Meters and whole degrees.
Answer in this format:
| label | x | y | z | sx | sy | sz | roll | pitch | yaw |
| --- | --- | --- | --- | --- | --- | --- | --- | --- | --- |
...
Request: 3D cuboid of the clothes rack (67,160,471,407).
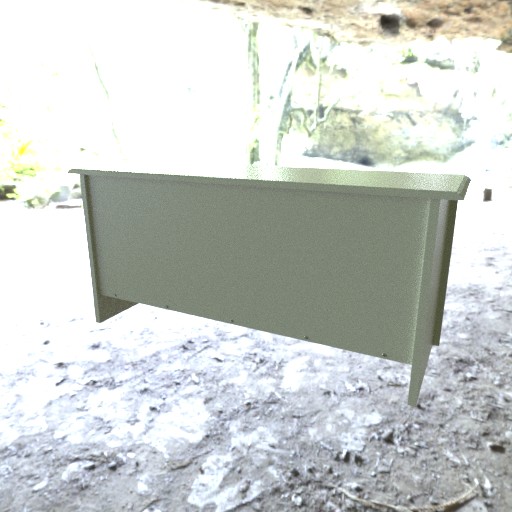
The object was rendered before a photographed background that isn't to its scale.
| label | x | y | z | sx | sy | sz | roll | pitch | yaw |
| --- | --- | --- | --- | --- | --- | --- | --- | --- | --- |
| clothes rack | 0.000 | 0.000 | 1.472 | 1.218 | 0.558 | 0.405 | 8 | 18 | 26 |
